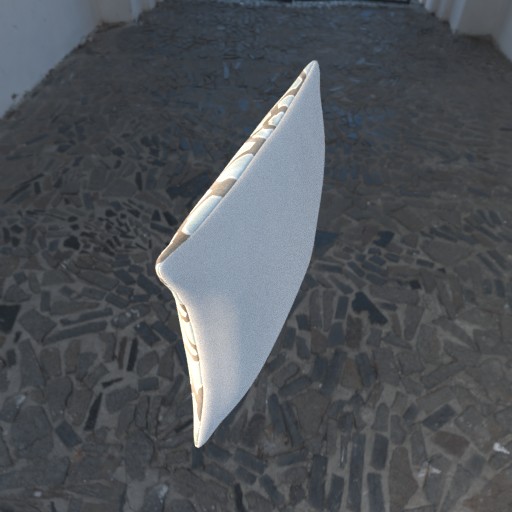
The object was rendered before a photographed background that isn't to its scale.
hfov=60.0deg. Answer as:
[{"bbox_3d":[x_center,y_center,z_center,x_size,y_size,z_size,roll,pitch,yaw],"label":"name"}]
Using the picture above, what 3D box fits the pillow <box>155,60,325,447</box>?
[{"bbox_3d":[0.000,0.000,0.814,0.166,0.508,0.552,17,49,15],"label":"pillow"}]
